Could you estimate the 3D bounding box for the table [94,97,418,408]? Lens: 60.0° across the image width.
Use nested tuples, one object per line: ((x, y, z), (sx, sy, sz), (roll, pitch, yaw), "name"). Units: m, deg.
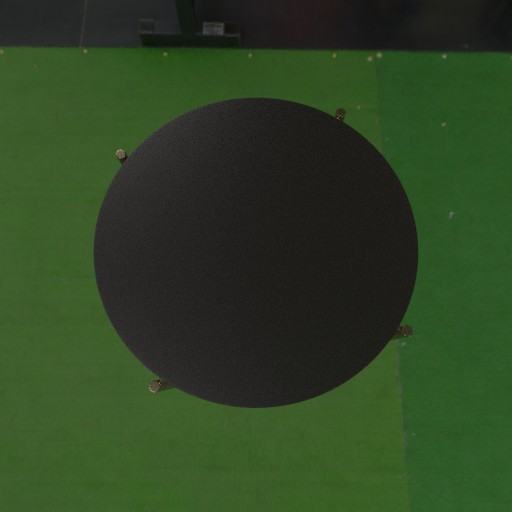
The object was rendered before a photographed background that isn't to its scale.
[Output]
((0.000, 0.000, 1.478), (0.938, 0.400, 0.938), (3, 74, 1), "table")
